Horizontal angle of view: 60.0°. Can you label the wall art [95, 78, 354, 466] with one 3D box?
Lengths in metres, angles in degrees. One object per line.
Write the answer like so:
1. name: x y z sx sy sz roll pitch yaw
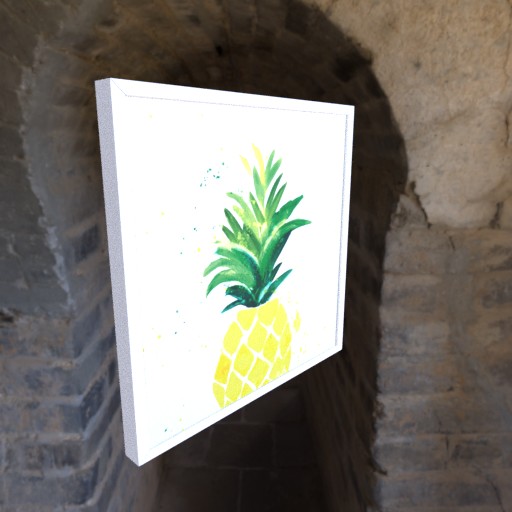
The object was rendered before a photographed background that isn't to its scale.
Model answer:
1. wall art: 0.000 0.000 0.746 0.035 0.507 0.508 13 19 42
